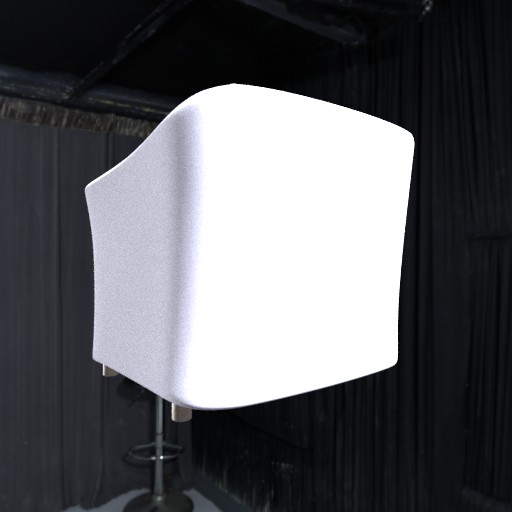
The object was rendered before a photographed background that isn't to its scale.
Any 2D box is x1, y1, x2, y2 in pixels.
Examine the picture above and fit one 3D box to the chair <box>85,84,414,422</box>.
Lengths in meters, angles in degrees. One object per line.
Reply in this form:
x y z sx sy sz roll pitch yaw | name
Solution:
0.000 0.000 1.319 0.790 0.720 0.700 -1 1 -38 | chair
